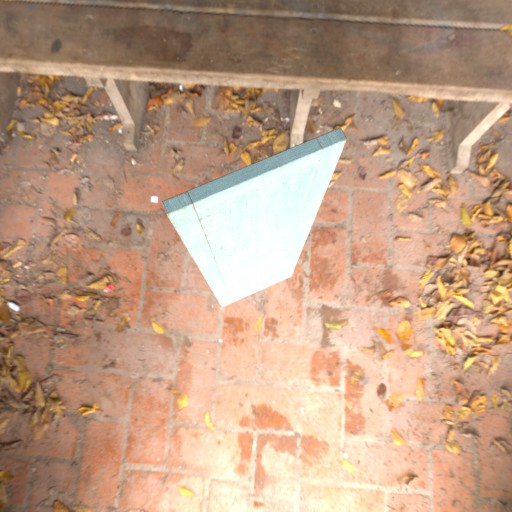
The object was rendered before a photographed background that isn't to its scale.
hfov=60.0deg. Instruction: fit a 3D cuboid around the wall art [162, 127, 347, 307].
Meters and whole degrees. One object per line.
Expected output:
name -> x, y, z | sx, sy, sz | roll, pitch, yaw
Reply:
wall art -> 0.000, 0.000, 1.331 | 0.329, 1.219, 0.025 | -24, 78, -6
